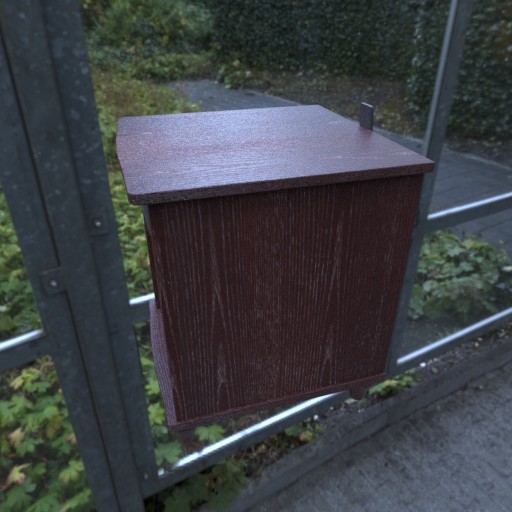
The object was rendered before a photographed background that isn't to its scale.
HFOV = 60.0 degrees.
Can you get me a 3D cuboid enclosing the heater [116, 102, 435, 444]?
[{"bbox_3d":[0.000,0.000,0.759,0.400,0.481,0.362,-9,31,-14],"label":"heater"}]
